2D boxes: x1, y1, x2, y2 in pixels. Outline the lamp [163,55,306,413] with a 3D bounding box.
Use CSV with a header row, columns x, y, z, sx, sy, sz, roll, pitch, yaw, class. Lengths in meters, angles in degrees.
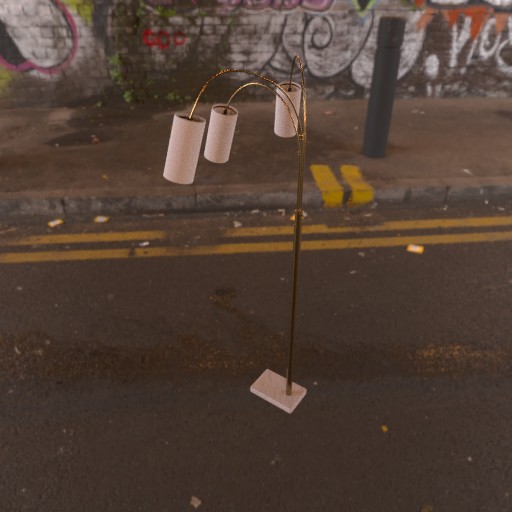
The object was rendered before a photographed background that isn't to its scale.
x,y,z,sx,sy,sz,roll,pitch,yaw,class
0.000,0.000,2.527,0.667,2.055,1.020,20,37,29,lamp
